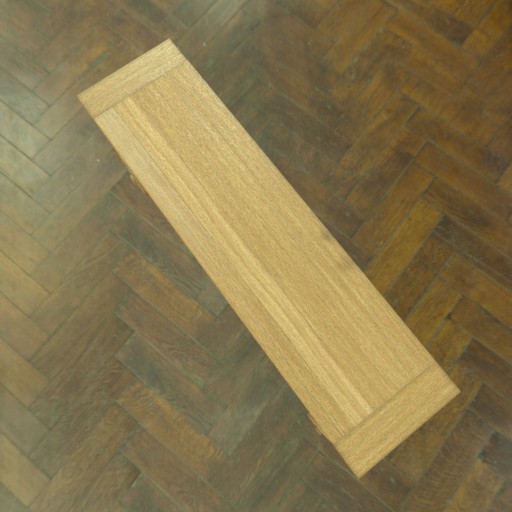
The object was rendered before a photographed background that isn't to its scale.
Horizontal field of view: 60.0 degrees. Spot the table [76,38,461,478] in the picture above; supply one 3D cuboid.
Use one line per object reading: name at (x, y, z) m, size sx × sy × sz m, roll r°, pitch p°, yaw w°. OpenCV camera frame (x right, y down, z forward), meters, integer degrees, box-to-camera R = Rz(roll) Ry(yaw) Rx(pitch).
table at (0.000, 0.000, 1.858) m, size 0.442 × 0.762 × 1.599 m, roll -36°, pitch 79°, yaw -8°
